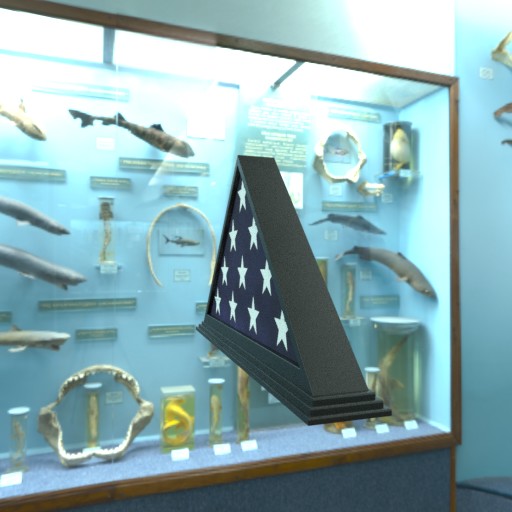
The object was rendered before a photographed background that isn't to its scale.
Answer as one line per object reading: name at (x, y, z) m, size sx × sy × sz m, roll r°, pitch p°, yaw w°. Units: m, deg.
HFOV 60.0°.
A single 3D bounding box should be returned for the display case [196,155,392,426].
display case at (0.000, 0.000, 0.755) m, size 0.095 × 0.340 × 0.640 m, roll 0°, pitch -1°, yaw -18°
